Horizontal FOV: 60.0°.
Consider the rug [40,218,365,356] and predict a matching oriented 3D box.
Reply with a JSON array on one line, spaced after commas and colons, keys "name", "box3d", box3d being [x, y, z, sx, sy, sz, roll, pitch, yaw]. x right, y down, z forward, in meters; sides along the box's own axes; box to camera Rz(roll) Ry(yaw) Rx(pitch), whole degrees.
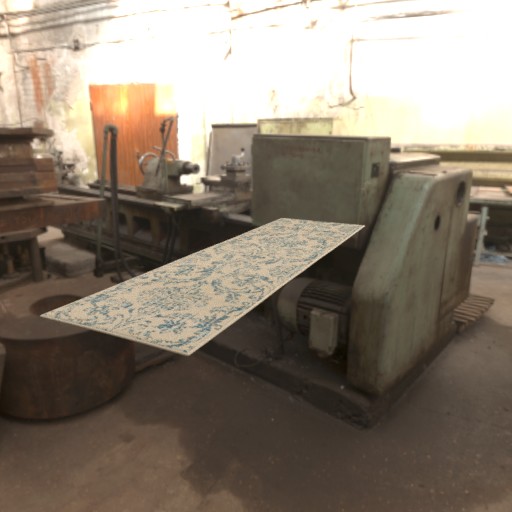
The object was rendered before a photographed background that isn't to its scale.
[{"name": "rug", "box3d": [0.000, 0.000, 2.421, 0.662, 0.011, 2.196, 8, 17, 26]}]
